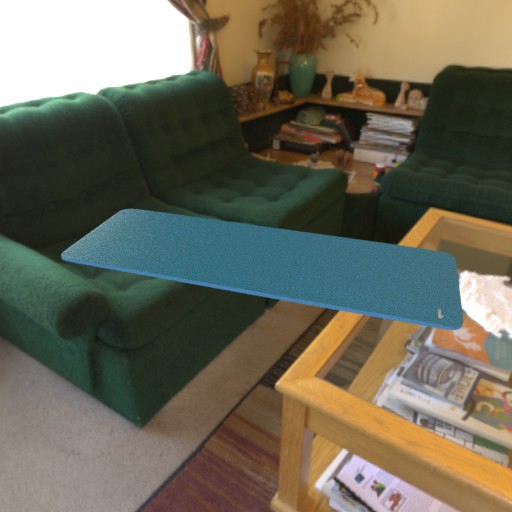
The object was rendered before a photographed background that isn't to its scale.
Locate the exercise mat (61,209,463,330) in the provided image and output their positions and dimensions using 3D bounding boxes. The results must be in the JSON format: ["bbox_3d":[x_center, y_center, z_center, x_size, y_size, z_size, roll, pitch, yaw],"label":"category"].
[{"bbox_3d":[0.000,0.000,2.182,1.869,0.021,0.616,9,31,15],"label":"exercise mat"}]
